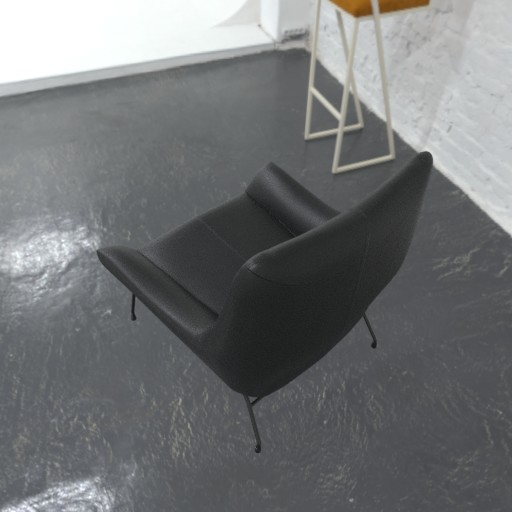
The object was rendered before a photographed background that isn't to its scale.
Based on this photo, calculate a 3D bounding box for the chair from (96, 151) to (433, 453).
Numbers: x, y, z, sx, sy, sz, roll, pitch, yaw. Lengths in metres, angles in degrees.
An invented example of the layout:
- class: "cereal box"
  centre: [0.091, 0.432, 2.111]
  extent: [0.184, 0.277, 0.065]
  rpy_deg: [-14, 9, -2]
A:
- class: "chair"
  centre: [0.000, 0.000, 1.556]
  extent: [0.836, 0.922, 0.826]
  rpy_deg: [-32, 54, -27]
